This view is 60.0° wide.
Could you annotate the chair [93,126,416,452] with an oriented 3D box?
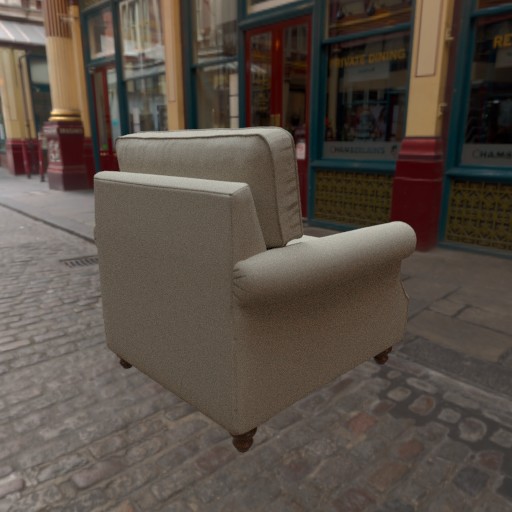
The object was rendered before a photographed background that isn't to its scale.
[{"bbox_3d":[0.000,0.000,1.779,0.966,0.967,1.029,-13,19,-42],"label":"chair"}]
